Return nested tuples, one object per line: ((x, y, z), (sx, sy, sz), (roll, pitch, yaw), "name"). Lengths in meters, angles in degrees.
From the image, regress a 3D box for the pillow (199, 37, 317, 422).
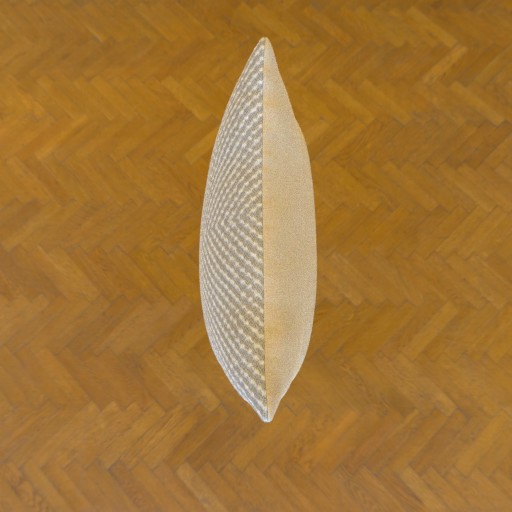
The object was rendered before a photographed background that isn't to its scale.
((0.000, 0.000, 0.718), (0.181, 0.458, 0.459), (0, 76, 0), "pillow")
